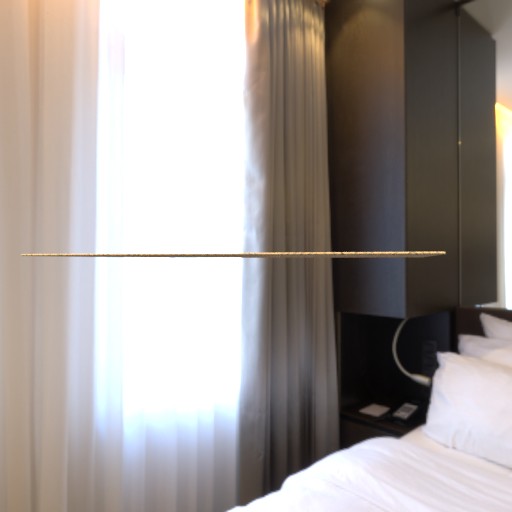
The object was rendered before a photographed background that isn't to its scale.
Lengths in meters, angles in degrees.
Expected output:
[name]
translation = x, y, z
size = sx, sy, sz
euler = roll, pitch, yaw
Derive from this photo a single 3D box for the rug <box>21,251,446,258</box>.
[rug]
translation = 0.000, 0.000, 4.143
size = 3.049, 0.015, 2.457
euler = 0, -1, 18
